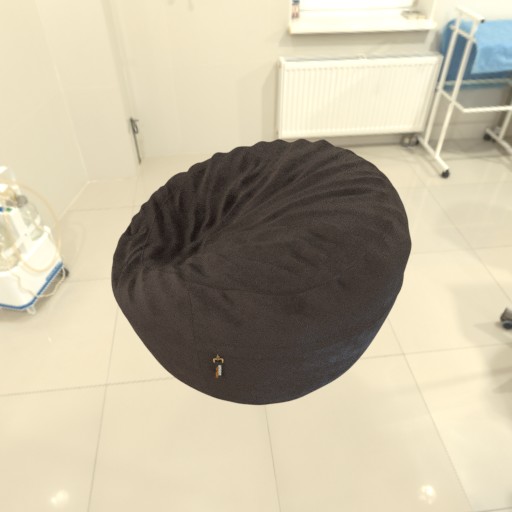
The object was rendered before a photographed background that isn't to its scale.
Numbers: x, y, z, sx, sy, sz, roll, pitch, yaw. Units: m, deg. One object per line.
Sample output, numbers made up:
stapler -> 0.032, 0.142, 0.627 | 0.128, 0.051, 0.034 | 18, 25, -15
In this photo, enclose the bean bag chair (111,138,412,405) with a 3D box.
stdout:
bean bag chair -> 0.000, 0.000, 2.032 | 1.245, 0.821, 1.245 | 0, 42, 0
